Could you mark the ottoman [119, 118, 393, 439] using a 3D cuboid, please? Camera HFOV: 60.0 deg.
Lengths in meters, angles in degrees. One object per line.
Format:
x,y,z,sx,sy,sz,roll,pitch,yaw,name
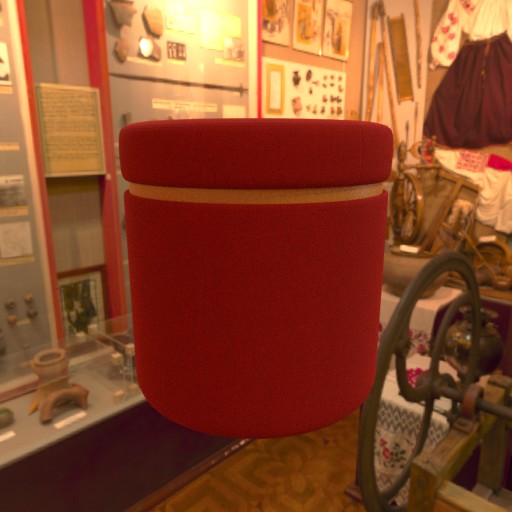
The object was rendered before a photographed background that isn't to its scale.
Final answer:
0.000,0.000,0.715,0.400,0.406,0.400,0,14,0,ottoman
